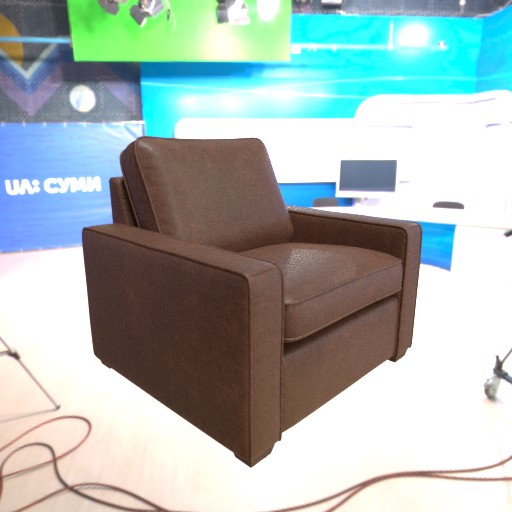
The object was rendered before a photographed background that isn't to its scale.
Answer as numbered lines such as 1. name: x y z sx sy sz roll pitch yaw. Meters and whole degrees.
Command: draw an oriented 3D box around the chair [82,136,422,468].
1. chair: 0.000 0.000 1.757 0.940 0.919 1.017 14 20 42
